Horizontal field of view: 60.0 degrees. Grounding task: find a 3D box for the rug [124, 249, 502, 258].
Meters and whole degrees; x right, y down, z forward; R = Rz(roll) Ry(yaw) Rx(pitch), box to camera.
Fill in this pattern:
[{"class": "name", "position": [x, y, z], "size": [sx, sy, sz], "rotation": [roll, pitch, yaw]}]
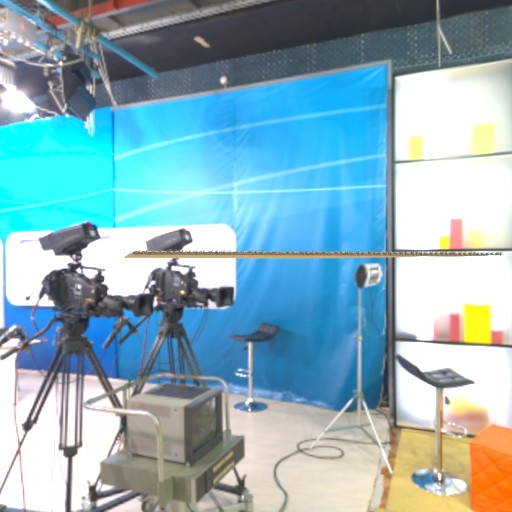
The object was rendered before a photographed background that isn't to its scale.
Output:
[{"class": "rug", "position": [0.000, 0.000, 2.181], "size": [1.223, 0.015, 1.771], "rotation": [0, -1, -17]}]
